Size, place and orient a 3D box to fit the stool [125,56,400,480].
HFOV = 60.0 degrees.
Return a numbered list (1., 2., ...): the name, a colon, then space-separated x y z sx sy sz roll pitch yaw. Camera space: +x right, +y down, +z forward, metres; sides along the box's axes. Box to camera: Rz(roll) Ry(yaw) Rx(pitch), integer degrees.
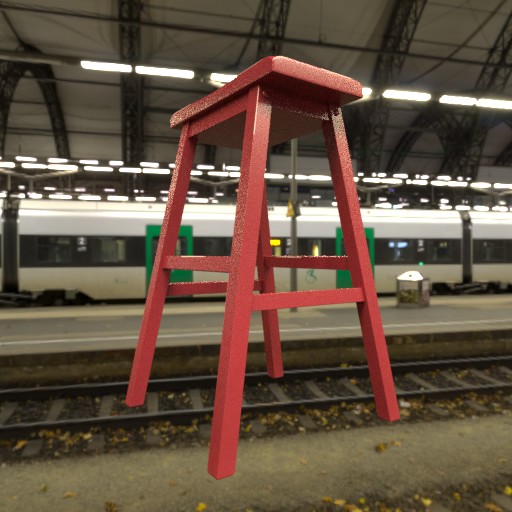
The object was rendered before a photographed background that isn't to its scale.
1. stool: 0.000 0.000 1.051 0.476 0.737 0.457 0 0 -35
